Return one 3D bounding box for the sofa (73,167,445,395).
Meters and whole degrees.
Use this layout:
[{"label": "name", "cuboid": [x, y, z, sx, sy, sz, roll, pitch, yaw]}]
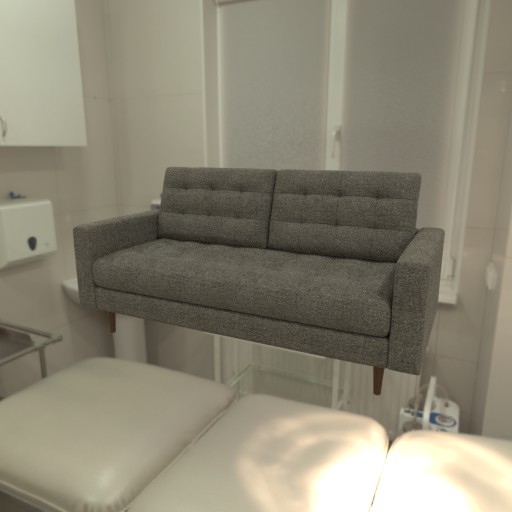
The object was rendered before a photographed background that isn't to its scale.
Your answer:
[{"label": "sofa", "cuboid": [0.000, 0.000, 2.401, 1.821, 0.902, 0.863, 7, 15, 25]}]
